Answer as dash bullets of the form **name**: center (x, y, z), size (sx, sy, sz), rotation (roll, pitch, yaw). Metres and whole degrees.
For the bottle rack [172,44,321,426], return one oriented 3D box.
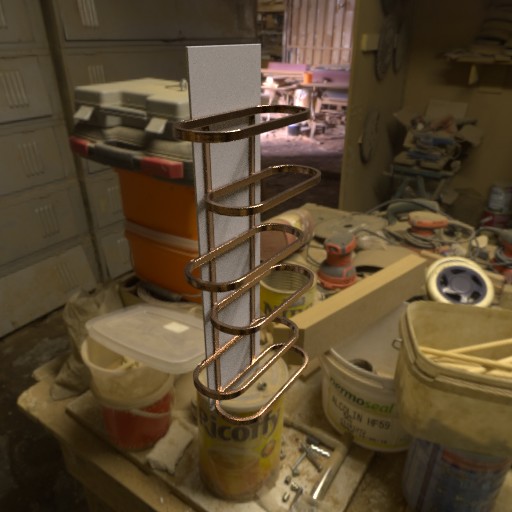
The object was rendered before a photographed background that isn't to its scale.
- **bottle rack**: center (0.000, 0.000, 0.828), size (0.118, 0.709, 0.332), rotation (18, 32, 31)
